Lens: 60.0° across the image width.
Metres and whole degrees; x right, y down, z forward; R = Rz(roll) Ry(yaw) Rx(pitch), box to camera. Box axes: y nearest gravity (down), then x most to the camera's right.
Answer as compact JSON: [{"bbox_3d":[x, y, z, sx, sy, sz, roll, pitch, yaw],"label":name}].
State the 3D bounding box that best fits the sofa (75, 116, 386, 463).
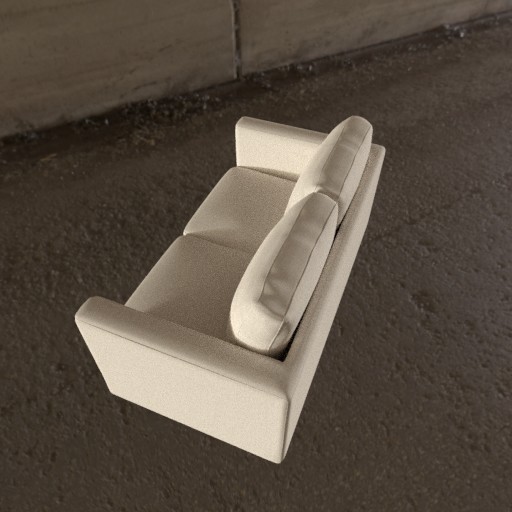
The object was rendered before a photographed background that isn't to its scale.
[{"bbox_3d":[0.000,0.000,1.990,0.796,0.908,1.430,17,49,15],"label":"sofa"}]
